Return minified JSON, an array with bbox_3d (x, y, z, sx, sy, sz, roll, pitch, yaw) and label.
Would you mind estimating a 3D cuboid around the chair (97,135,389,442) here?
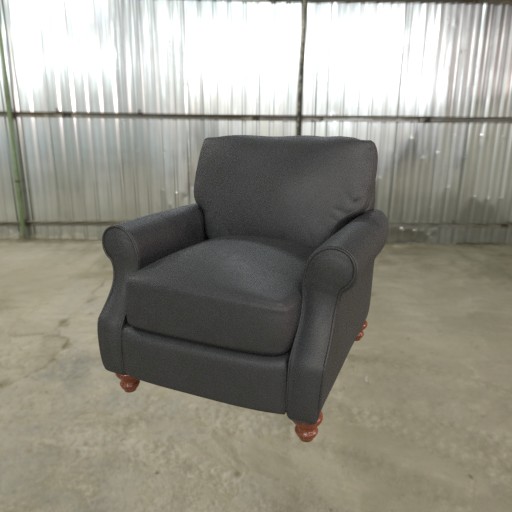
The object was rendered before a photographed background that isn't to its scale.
[{"bbox_3d":[0.000,0.000,1.816,1.015,0.960,1.027,8,17,28],"label":"chair"}]
